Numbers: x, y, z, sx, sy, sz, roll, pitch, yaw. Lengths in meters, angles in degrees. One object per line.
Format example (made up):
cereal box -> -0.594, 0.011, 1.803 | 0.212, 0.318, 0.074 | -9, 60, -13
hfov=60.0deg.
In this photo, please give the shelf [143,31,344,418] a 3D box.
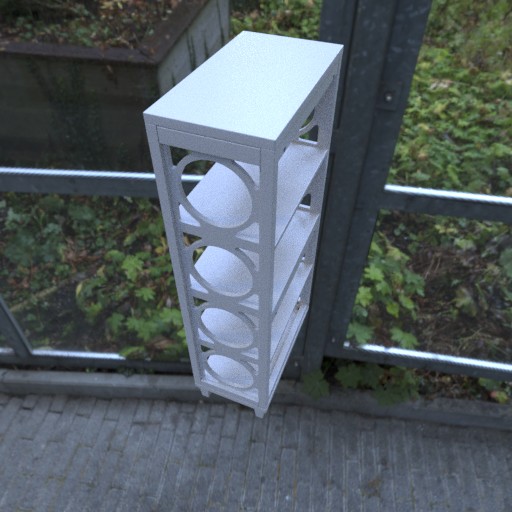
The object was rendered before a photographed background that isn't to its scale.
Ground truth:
shelf -> 0.000, 0.000, 1.716 | 0.340, 1.411, 0.611 | 16, 47, 15
